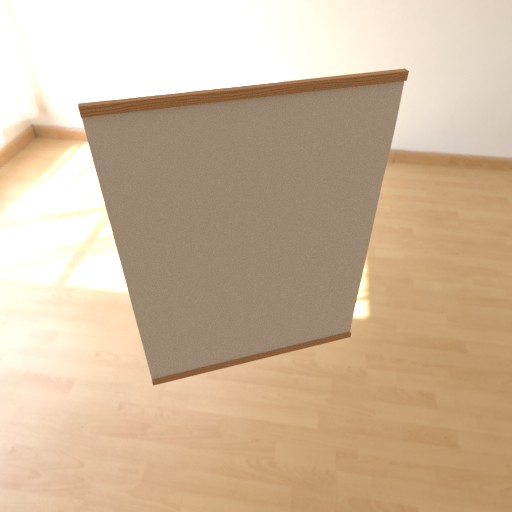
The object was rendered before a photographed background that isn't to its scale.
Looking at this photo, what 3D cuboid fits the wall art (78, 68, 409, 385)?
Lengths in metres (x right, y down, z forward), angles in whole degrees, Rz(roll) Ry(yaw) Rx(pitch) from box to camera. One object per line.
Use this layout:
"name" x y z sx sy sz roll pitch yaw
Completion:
"wall art" 0.000 0.000 0.795 0.458 0.605 0.011 -11 42 -12
